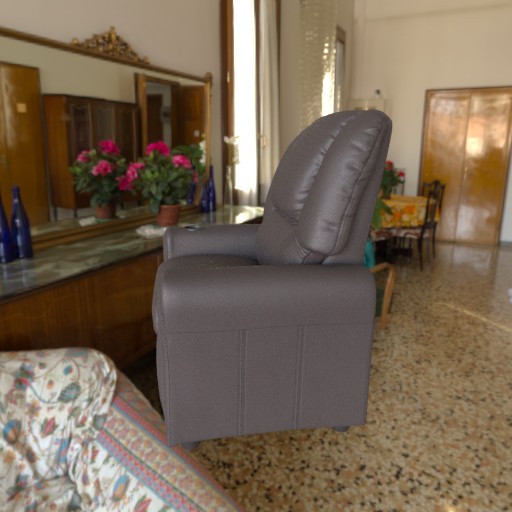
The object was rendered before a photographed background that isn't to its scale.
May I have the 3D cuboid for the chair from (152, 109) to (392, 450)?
[{"bbox_3d":[0.000,0.000,1.137,0.521,0.709,0.610,-2,14,-10],"label":"chair"}]
